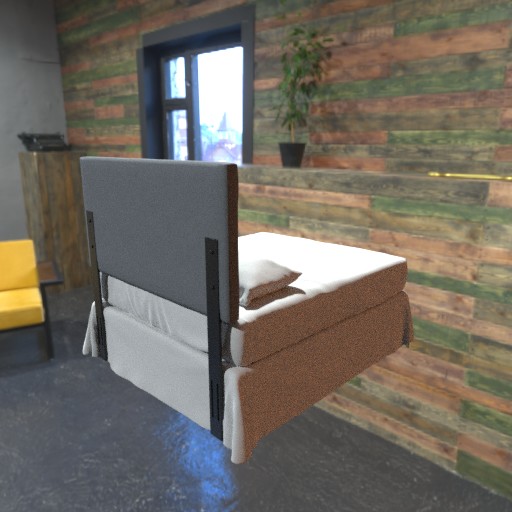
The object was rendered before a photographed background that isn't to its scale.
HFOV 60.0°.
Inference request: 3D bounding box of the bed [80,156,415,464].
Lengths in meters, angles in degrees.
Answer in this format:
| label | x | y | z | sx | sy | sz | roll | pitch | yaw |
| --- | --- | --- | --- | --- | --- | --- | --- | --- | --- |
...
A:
| label | x | y | z | sx | sy | sz | roll | pitch | yaw |
| --- | --- | --- | --- | --- | --- | --- | --- | --- | --- |
| bed | 0.000 | 0.000 | 3.575 | 1.936 | 1.577 | 2.222 | 14 | 19 | 43 |
